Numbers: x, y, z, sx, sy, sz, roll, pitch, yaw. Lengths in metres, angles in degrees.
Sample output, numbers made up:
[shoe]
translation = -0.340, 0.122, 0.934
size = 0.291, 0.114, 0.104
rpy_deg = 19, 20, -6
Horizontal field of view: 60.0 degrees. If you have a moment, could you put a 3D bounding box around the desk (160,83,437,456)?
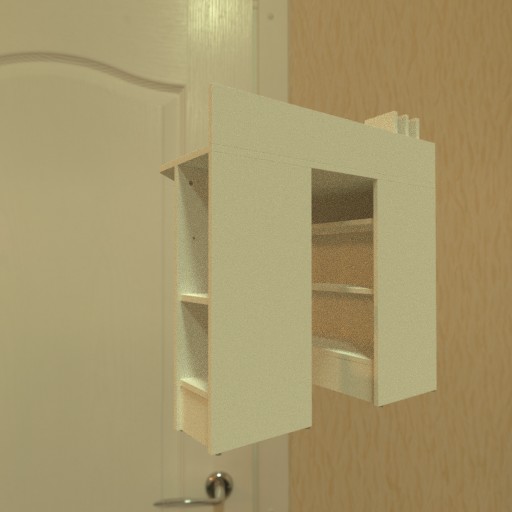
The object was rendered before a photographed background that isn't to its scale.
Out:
[desk]
translation = 0.000, 0.000, 1.723
size = 0.940, 0.986, 0.940
rpy_deg = 1, -1, -36
